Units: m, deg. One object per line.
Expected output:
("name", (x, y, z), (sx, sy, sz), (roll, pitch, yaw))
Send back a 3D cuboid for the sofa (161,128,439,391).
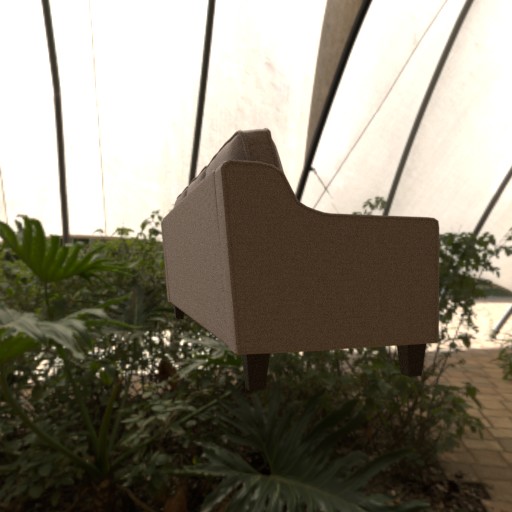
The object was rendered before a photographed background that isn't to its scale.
("sofa", (0.000, 0.000, 2.588), (0.899, 0.950, 2.129), (0, -1, -17))
